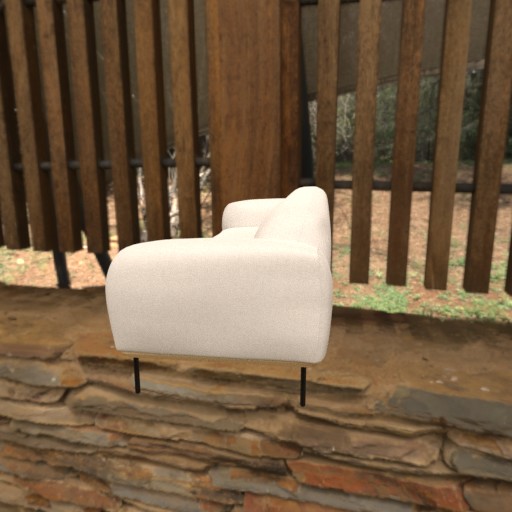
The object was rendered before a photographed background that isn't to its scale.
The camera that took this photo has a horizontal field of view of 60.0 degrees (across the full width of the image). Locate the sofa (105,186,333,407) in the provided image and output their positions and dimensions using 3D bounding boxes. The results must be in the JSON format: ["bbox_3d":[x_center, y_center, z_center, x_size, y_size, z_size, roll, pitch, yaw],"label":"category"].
[{"bbox_3d":[0.000,0.000,2.699,0.880,0.780,2.257,2,12,8],"label":"sofa"}]
